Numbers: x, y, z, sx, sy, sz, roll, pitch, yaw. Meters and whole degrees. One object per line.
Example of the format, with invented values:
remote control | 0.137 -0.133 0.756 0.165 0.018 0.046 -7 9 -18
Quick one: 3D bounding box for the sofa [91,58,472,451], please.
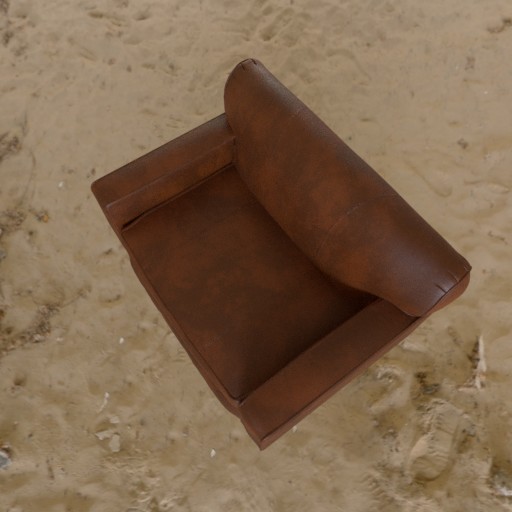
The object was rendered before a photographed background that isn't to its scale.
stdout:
sofa | 0.000 0.000 2.070 1.000 0.956 1.413 -33 68 -15
